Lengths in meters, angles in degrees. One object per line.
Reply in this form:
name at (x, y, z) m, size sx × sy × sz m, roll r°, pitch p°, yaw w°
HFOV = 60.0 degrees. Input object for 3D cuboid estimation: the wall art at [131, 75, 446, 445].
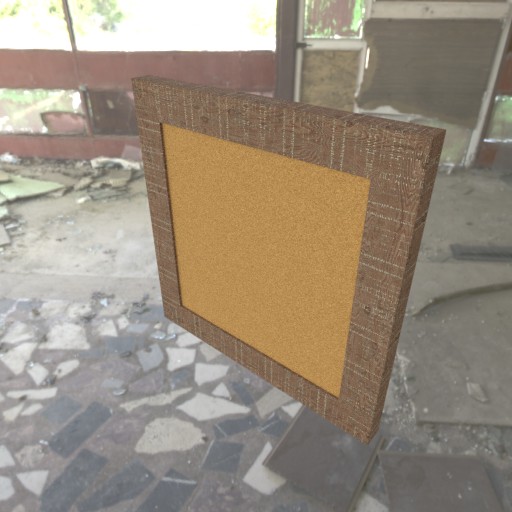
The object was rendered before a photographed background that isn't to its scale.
wall art at (0.000, 0.000, 0.775) m, size 0.531 × 0.531 × 0.040 m, roll 24°, pitch 39°, yaw 33°
